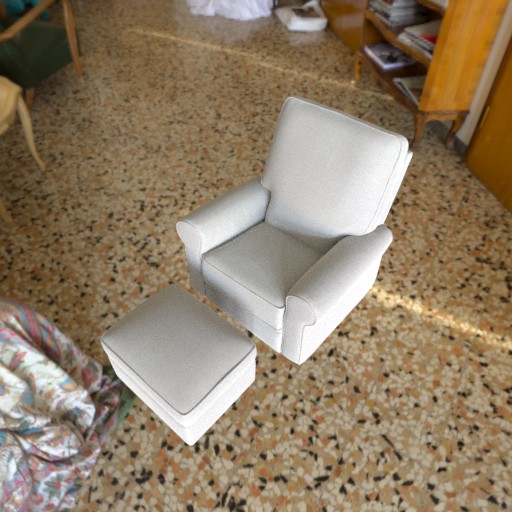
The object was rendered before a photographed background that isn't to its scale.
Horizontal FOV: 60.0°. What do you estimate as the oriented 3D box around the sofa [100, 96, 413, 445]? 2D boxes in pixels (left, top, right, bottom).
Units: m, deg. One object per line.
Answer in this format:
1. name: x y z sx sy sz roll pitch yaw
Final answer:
1. sofa: 0.000 0.000 2.087 0.880 0.959 1.478 32 54 27
